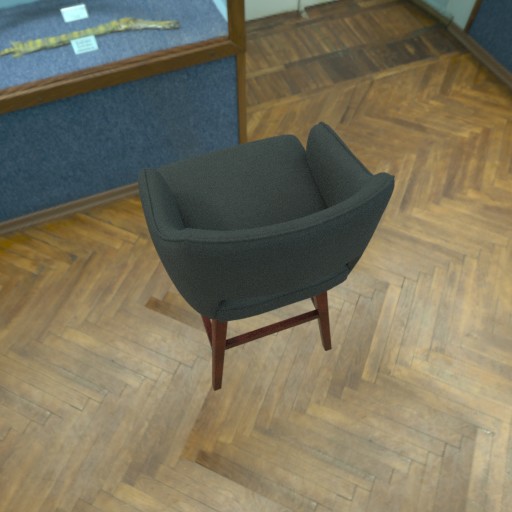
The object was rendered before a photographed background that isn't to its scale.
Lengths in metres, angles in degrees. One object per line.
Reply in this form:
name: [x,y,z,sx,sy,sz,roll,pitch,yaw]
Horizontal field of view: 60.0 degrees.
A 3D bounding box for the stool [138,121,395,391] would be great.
stool: [0.000,0.000,1.337,0.548,1.012,0.558,-17,60,-10]
